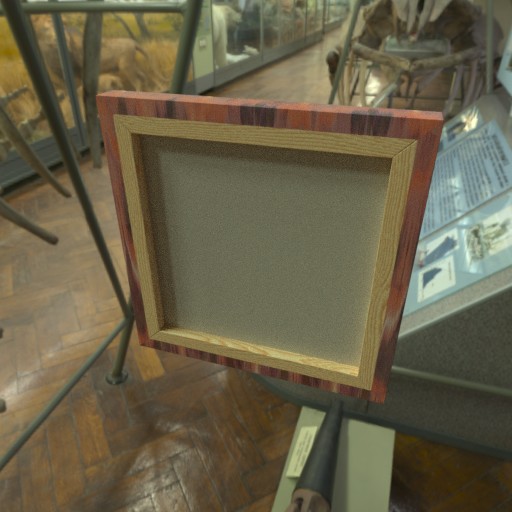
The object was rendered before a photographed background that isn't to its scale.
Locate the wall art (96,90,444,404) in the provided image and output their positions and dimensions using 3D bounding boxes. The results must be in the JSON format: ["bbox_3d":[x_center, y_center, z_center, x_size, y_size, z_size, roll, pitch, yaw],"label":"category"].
[{"bbox_3d":[0.000,0.000,0.610,0.403,0.406,0.038,9,32,15],"label":"wall art"}]
